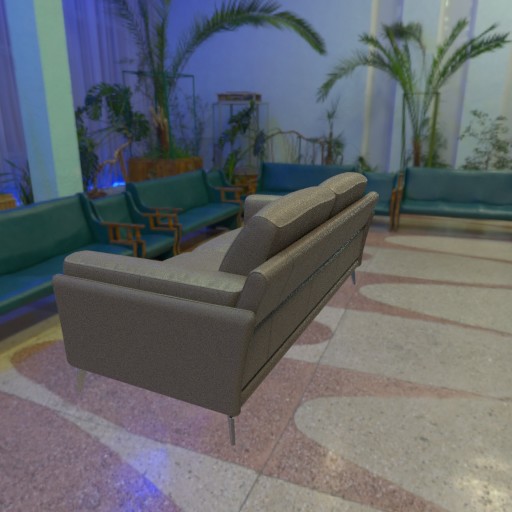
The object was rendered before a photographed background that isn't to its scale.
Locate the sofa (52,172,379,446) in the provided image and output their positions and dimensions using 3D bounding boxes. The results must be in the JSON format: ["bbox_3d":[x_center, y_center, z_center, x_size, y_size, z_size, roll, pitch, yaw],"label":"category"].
[{"bbox_3d":[0.000,0.000,2.680,1.049,0.930,2.101,8,19,24],"label":"sofa"}]
